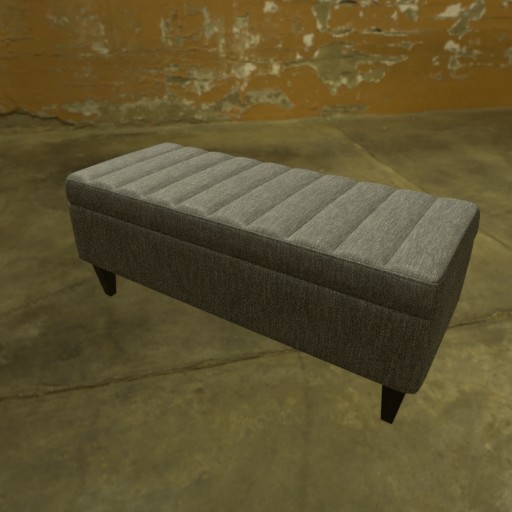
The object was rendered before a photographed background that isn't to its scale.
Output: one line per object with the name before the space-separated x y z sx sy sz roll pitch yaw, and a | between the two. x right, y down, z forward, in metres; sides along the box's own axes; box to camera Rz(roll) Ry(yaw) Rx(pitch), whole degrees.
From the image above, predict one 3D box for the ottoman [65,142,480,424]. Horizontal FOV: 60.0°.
ottoman | 0.000 0.000 1.382 1.151 0.469 0.482 18 34 28
